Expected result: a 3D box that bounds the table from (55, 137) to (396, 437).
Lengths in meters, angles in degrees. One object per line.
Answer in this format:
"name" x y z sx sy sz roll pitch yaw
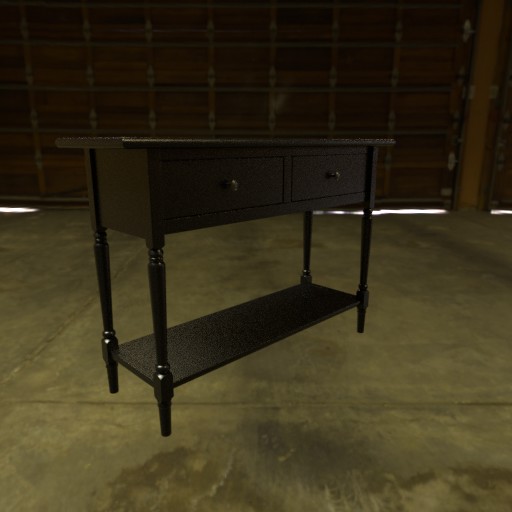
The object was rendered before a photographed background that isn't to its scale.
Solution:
"table" 0.000 0.000 1.603 1.191 0.819 0.386 -14 20 -43
